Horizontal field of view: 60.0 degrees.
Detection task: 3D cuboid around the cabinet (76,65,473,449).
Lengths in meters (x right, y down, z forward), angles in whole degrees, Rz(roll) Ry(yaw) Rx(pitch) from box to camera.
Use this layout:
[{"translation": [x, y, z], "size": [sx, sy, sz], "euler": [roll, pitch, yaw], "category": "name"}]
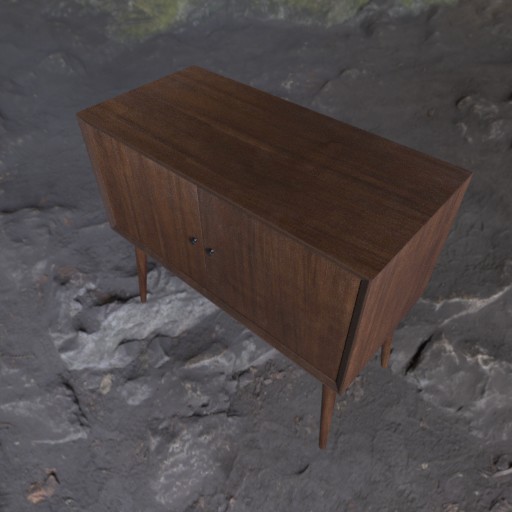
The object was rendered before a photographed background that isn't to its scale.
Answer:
[{"translation": [0.000, 0.000, 1.118], "size": [0.743, 0.654, 0.354], "euler": [32, 53, 28], "category": "cabinet"}]
